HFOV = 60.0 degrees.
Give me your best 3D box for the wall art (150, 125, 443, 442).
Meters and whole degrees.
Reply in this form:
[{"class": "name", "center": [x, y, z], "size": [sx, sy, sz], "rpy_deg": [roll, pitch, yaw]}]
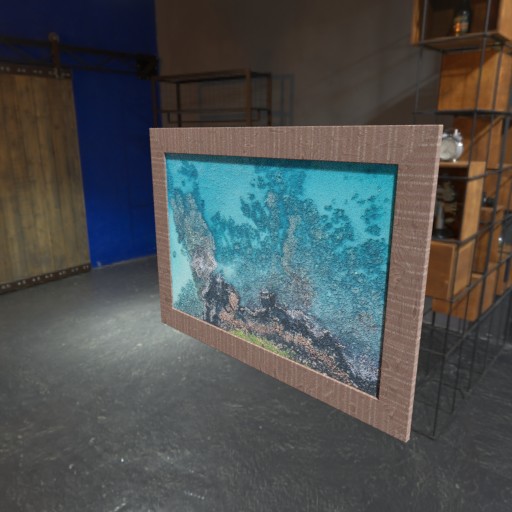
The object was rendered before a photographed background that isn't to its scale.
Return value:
[{"class": "wall art", "center": [0.000, 0.000, 1.362], "size": [1.056, 0.761, 0.020], "rpy_deg": [14, 21, 42]}]
